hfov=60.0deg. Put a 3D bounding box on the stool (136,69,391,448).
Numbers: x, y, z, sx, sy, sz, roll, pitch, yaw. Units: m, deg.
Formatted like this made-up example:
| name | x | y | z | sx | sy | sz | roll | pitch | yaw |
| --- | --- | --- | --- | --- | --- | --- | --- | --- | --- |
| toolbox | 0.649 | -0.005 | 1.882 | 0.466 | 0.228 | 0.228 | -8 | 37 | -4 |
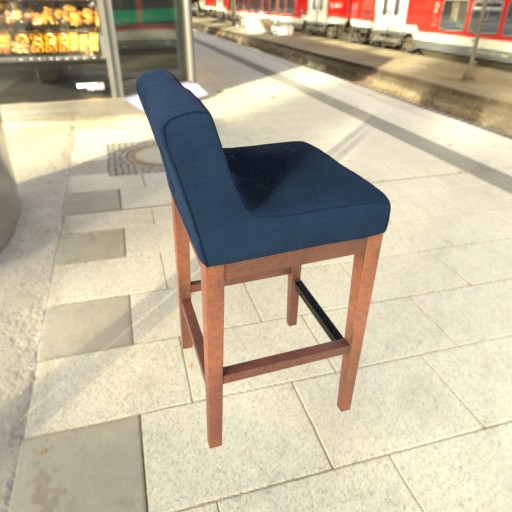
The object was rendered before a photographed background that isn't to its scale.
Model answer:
| name | x | y | z | sx | sy | sz | roll | pitch | yaw |
| --- | --- | --- | --- | --- | --- | --- | --- | --- | --- |
| stool | 0.000 | 0.000 | 1.256 | 0.516 | 0.945 | 0.511 | -9 | 32 | -16 |
